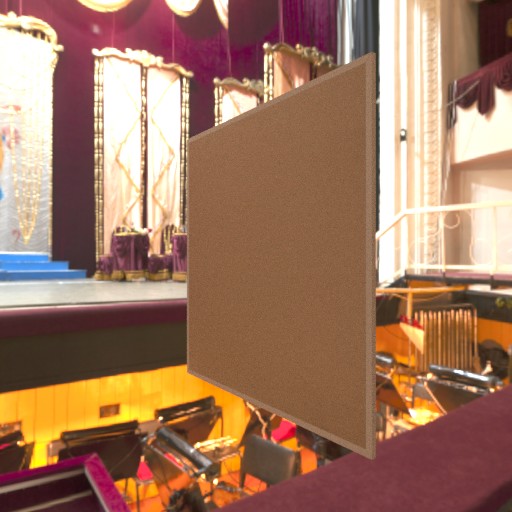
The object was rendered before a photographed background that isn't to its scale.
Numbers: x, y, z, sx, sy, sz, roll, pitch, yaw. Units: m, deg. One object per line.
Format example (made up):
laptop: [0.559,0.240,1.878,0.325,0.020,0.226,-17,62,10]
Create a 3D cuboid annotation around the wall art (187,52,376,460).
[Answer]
wall art: [0.000,0.000,1.212,0.012,0.809,0.809,0,0,-35]
